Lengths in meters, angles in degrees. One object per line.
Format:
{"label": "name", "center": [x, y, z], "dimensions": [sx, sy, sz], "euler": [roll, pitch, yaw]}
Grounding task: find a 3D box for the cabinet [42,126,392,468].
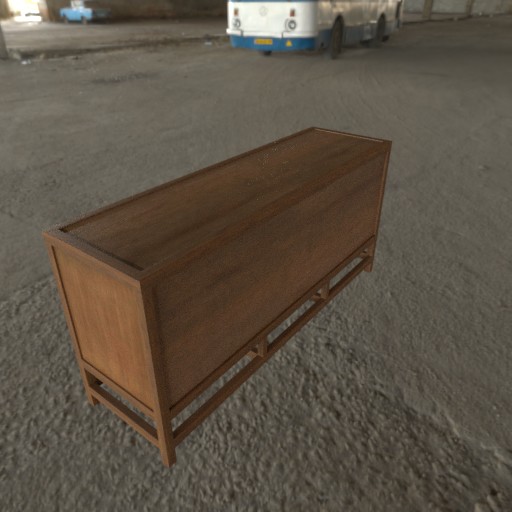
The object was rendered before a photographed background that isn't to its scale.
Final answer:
{"label": "cabinet", "center": [0.000, 0.000, 2.132], "dimensions": [0.522, 0.820, 1.708], "euler": [21, 37, 32]}
